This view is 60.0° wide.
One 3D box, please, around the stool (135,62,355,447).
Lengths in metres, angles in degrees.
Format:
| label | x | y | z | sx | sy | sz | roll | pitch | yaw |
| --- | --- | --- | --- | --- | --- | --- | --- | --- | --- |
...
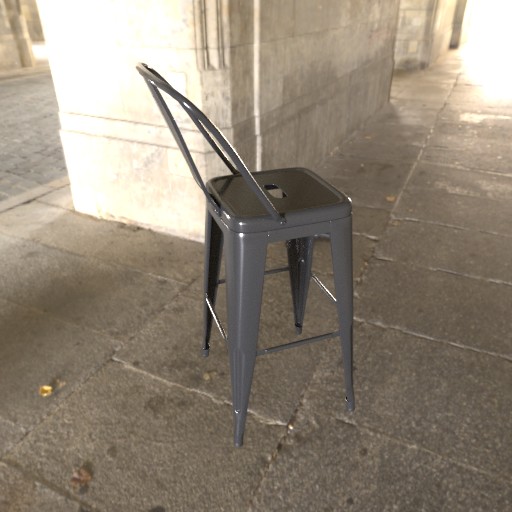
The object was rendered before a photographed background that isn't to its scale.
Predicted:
| label | x | y | z | sx | sy | sz | roll | pitch | yaw |
| --- | --- | --- | --- | --- | --- | --- | --- | --- | --- |
| stool | 0.000 | 0.000 | 1.258 | 0.528 | 1.022 | 0.432 | -10 | 32 | -17 |
